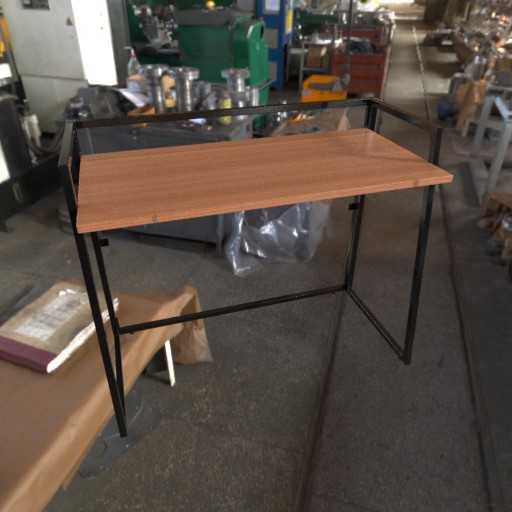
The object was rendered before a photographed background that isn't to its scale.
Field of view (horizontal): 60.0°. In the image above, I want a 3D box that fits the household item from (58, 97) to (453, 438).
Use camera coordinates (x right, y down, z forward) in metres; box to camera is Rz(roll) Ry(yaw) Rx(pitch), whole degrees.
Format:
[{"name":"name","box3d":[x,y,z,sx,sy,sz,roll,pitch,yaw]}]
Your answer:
[{"name":"household item","box3d":[0.000,0.000,1.497,1.050,0.860,0.510,-9,33,-15]}]
